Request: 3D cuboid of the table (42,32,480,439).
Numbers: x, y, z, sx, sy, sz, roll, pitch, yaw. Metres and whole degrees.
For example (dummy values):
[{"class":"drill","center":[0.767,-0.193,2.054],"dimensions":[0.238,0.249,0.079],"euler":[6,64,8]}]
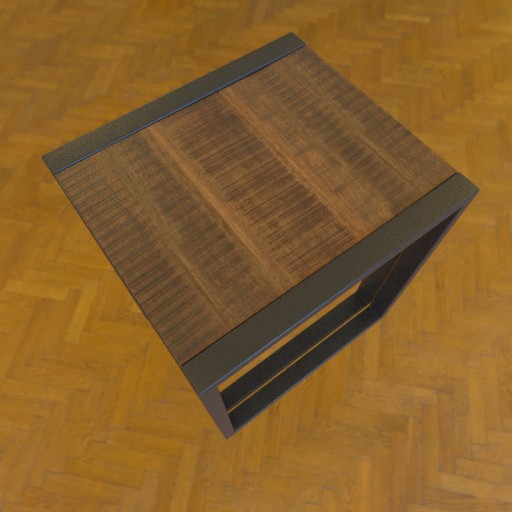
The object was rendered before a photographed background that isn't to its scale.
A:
[{"class":"table","center":[0.000,0.000,0.916],"dimensions":[0.500,0.550,0.449],"euler":[-33,67,-16]}]
